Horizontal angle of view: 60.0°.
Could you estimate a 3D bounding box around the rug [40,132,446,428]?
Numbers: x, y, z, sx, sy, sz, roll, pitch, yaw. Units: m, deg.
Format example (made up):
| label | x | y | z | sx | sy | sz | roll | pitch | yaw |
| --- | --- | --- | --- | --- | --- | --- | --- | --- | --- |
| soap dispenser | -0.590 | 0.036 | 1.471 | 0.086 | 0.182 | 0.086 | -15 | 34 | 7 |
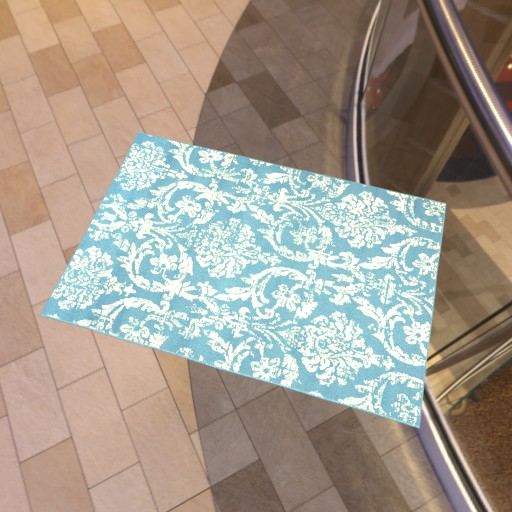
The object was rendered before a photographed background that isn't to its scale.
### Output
| label | x | y | z | sx | sy | sz | roll | pitch | yaw |
| --- | --- | --- | --- | --- | --- | --- | --- | --- | --- |
| rug | 0.000 | 0.000 | 2.298 | 1.833 | 0.012 | 1.211 | 15 | 64 | 7 |
